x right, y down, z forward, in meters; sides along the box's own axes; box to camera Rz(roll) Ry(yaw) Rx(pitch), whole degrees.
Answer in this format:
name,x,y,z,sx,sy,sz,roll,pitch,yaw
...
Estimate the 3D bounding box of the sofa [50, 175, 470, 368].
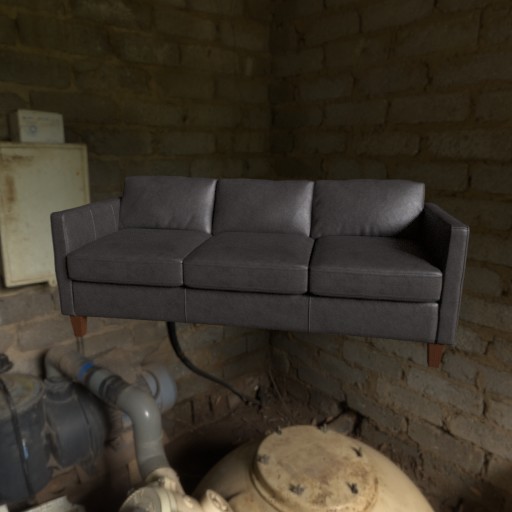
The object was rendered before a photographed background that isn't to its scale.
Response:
name,x,y,z,sx,sy,sz,roll,pitch,yaw
sofa,0.000,0.000,3.016,2.464,1.006,1.045,3,15,10
